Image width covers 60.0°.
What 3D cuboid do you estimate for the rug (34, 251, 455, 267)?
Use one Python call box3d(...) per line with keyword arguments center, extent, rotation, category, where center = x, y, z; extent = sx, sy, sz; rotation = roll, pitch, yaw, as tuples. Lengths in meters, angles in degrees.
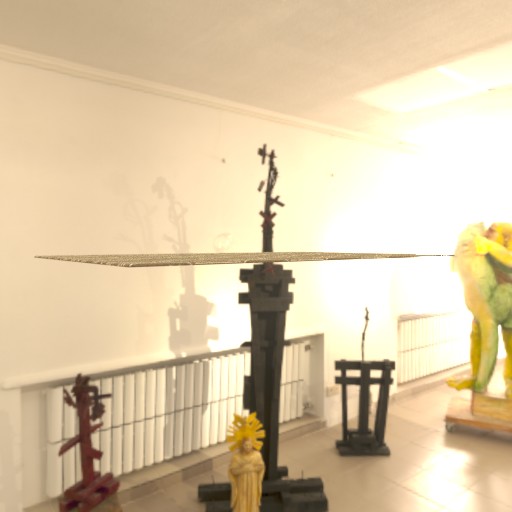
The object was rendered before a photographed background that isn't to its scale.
box3d(center=(0.000, 0.000, 3.037), extent=(2.457, 0.012, 1.541), rotation=(-1, 2, -38), category="rug")
